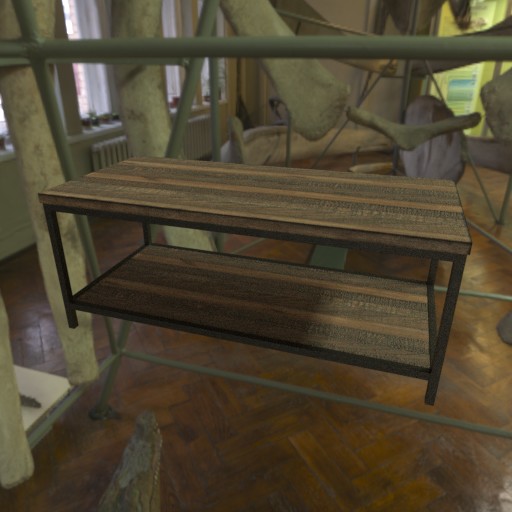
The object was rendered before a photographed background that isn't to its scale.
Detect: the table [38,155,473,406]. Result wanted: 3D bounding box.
[{"bbox_3d":[0.000,0.000,1.236,0.990,0.399,0.452,8,26,16],"label":"table"}]
